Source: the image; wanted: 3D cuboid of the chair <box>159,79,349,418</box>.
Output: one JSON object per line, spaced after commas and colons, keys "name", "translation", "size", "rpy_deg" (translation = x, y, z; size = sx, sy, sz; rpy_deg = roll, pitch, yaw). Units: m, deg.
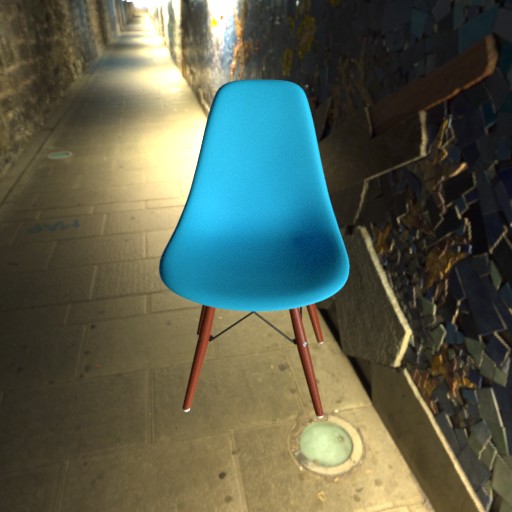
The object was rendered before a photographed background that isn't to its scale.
{"name": "chair", "translation": [0.000, 0.000, 1.207], "size": [0.470, 0.826, 0.533], "rpy_deg": [1, 30, 3]}
